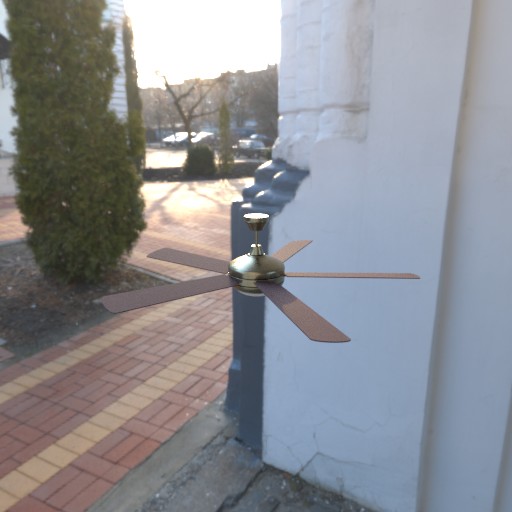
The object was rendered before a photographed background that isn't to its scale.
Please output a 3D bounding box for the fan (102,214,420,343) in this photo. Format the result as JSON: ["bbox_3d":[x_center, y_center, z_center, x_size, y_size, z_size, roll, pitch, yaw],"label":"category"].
[{"bbox_3d":[0.000,0.000,1.940,1.321,0.356,1.321,-14,21,-42],"label":"fan"}]
